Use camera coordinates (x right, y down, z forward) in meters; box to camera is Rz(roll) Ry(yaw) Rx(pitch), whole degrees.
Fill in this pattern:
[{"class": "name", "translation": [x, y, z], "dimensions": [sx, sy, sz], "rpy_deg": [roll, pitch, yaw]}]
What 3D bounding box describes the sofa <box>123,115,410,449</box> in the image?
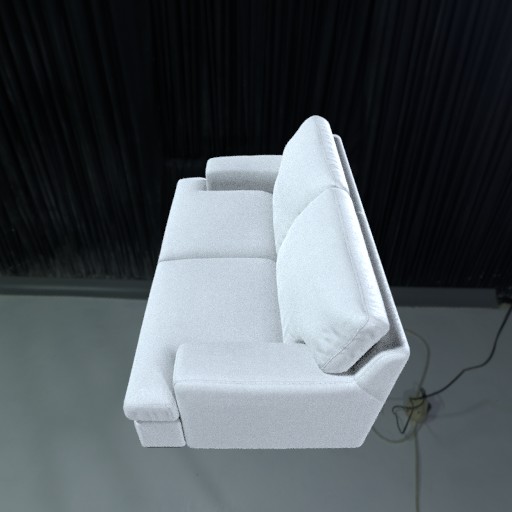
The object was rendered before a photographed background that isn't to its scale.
[{"class": "sofa", "translation": [0.000, 0.000, 2.491], "dimensions": [1.143, 0.940, 1.880], "rpy_deg": [0, 41, 0]}]
